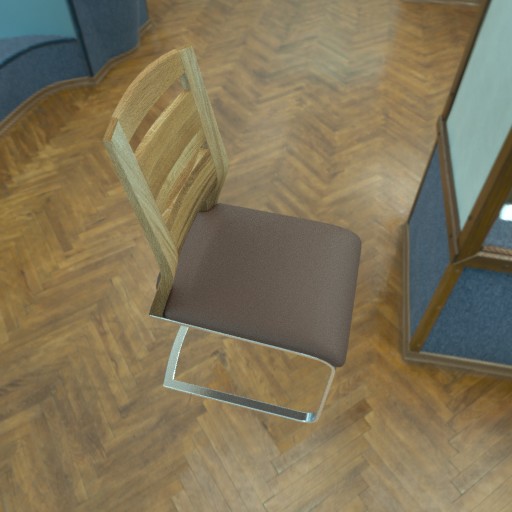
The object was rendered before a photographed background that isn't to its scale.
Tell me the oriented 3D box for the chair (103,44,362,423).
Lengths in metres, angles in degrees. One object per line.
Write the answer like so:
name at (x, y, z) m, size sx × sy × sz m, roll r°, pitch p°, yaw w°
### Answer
chair at (0.000, 0.000, 1.219) m, size 0.570 × 0.970 × 0.460 m, roll 11°, pitch 49°, yaw 10°
